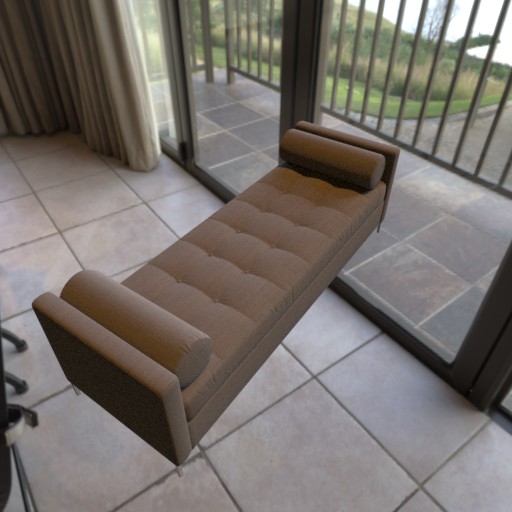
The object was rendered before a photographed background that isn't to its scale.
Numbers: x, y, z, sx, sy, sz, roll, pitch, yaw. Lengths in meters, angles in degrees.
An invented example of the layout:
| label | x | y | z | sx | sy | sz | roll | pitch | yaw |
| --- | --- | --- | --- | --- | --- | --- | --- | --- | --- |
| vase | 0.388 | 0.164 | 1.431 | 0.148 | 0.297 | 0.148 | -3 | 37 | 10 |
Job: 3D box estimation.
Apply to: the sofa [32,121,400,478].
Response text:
| label | x | y | z | sx | sy | sz | roll | pitch | yaw |
| --- | --- | --- | --- | --- | --- | --- | --- | --- | --- |
| sofa | 0.000 | 0.000 | 2.312 | 0.686 | 0.635 | 1.981 | 25 | 46 | 26 |
